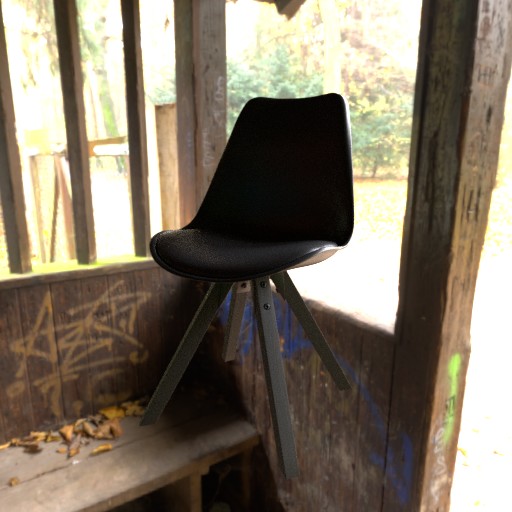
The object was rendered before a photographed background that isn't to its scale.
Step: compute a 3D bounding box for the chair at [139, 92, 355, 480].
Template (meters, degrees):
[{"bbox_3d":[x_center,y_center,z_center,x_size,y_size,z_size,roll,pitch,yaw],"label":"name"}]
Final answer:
[{"bbox_3d":[0.000,0.000,1.165,0.485,0.850,0.530,7,15,27],"label":"chair"}]
